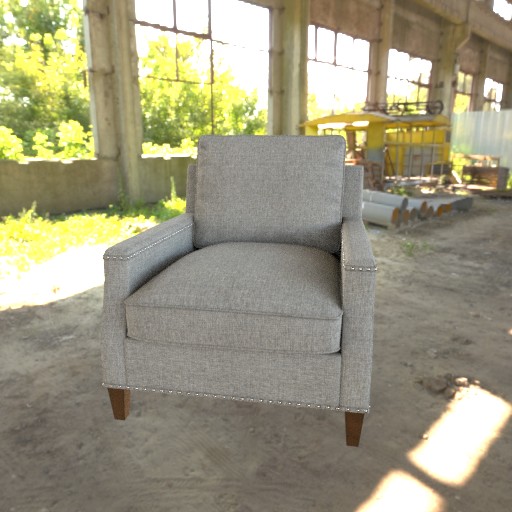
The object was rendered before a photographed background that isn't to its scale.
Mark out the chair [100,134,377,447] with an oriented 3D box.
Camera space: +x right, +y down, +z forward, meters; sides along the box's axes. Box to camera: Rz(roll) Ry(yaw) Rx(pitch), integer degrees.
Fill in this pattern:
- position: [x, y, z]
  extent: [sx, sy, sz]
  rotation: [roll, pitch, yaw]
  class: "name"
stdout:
- position: [0.000, 0.000, 1.743]
  extent: [0.853, 0.943, 1.014]
  rotation: [2, 14, 10]
  class: "chair"
